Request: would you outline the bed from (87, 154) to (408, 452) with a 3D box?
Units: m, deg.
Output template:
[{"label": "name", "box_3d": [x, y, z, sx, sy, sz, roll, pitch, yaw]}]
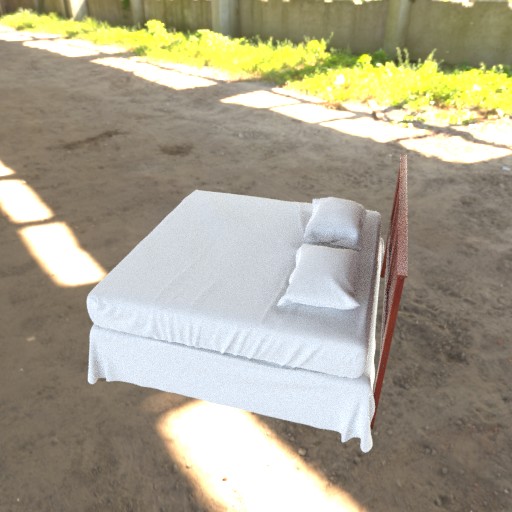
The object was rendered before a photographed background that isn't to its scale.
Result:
[{"label": "bed", "box_3d": [0.000, 0.000, 3.687, 2.219, 1.271, 2.314, 9, 32, 14]}]
